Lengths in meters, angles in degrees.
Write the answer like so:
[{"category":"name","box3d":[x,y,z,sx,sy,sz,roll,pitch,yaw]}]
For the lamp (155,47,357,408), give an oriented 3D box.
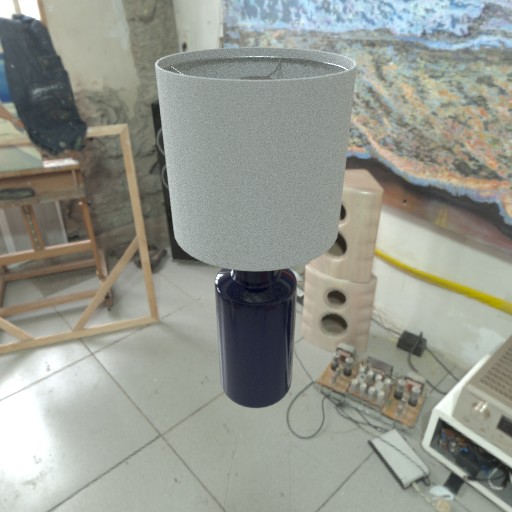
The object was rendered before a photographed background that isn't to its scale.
[{"category":"lamp","box3d":[0.000,0.000,0.604,0.212,0.493,0.212,10,34,15]}]
